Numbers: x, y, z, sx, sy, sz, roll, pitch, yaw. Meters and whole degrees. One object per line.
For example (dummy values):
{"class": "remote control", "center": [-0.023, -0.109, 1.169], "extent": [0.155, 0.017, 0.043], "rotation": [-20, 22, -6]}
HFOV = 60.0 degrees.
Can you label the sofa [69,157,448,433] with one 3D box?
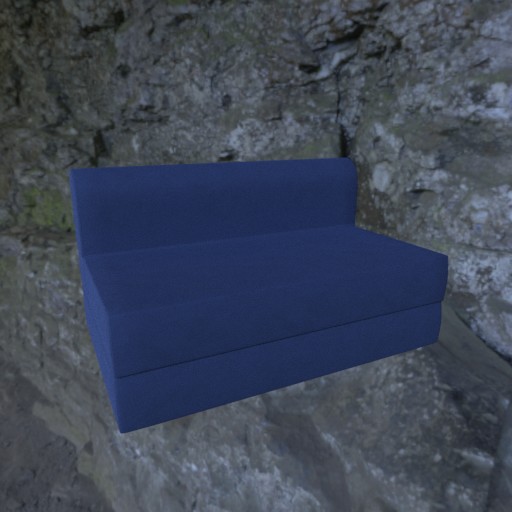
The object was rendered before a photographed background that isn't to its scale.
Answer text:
{"class": "sofa", "center": [0.000, 0.000, 1.685], "extent": [1.219, 0.660, 0.762], "rotation": [-8, 18, -25]}
